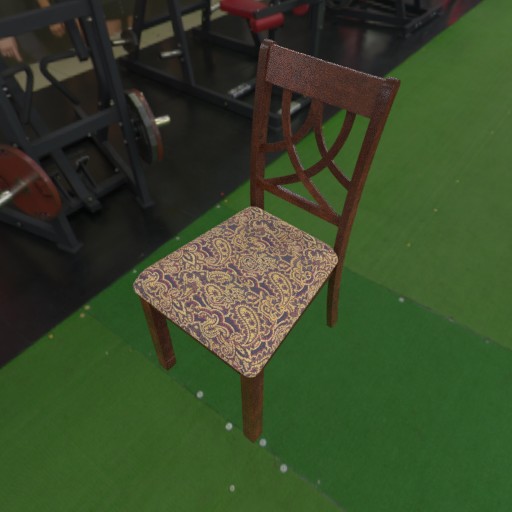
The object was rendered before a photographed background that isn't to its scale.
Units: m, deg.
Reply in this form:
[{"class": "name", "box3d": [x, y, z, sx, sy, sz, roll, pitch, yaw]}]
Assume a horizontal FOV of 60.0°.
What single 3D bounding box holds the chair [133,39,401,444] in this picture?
[{"class": "chair", "box3d": [0.000, 0.000, 1.289, 0.457, 0.965, 0.584, 31, 53, 26]}]
